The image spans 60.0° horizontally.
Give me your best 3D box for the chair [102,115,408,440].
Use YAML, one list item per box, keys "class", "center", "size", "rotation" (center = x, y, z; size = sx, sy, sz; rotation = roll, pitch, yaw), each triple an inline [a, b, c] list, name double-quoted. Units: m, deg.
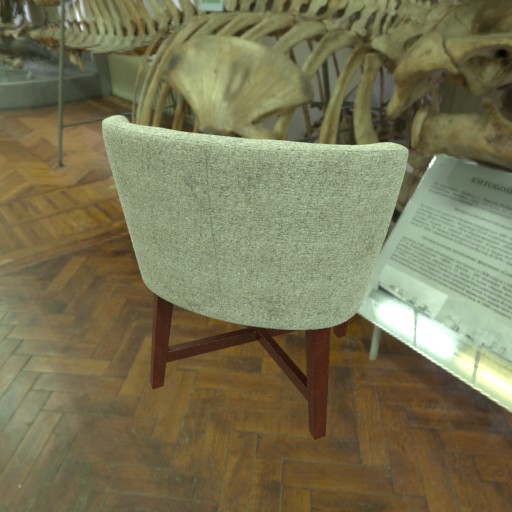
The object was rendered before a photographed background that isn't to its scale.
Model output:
- class: "chair"
  center: [0.000, 0.000, 1.270]
  size: [0.728, 0.827, 0.575]
  rotation: [11, 33, 18]
